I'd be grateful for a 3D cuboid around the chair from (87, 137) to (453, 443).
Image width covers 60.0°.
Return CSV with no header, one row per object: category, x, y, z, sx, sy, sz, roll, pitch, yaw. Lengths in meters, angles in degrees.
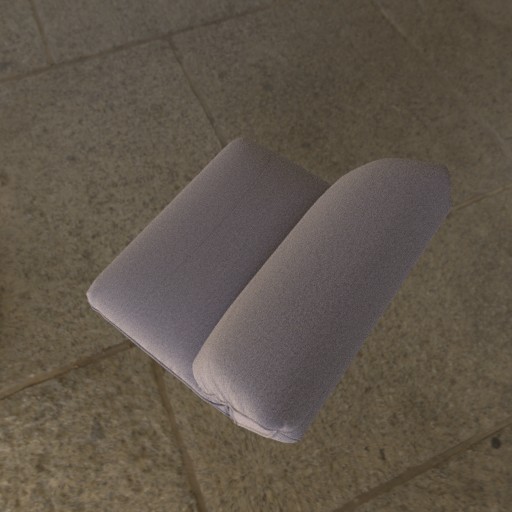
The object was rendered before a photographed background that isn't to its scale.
chair,0.000,0.000,1.332,0.780,0.580,0.820,34,69,15
